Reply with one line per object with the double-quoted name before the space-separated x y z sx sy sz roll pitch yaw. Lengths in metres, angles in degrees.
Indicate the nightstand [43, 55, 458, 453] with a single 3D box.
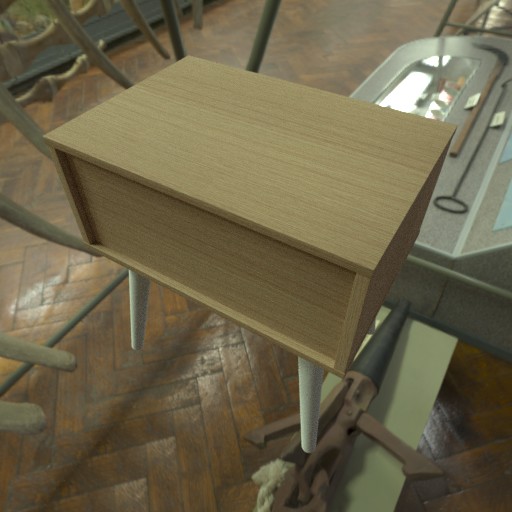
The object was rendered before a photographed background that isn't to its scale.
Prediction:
"nightstand" 0.000 0.000 0.960 0.571 0.610 0.407 24 50 21
